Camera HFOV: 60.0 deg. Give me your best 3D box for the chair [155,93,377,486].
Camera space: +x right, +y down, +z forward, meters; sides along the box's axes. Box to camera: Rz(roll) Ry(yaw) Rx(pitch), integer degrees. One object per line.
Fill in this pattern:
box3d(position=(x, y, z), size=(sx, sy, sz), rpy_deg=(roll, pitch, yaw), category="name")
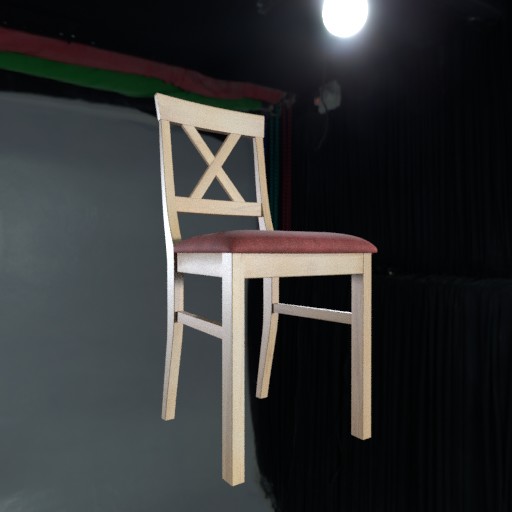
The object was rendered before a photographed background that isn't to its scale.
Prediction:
box3d(position=(0.000, 0.000, 1.174), size=(0.439, 0.912, 0.492), rpy_deg=(0, 1, -35), category="chair")
